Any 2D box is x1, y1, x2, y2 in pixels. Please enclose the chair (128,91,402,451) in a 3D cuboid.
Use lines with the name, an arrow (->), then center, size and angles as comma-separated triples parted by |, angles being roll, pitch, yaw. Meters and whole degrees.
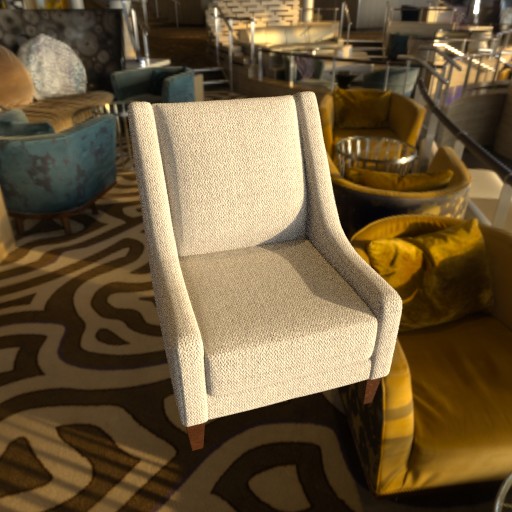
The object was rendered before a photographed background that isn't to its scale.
chair -> 0.000, 0.000, 1.670 | 0.774, 1.014, 0.870 | -9, 32, -15
